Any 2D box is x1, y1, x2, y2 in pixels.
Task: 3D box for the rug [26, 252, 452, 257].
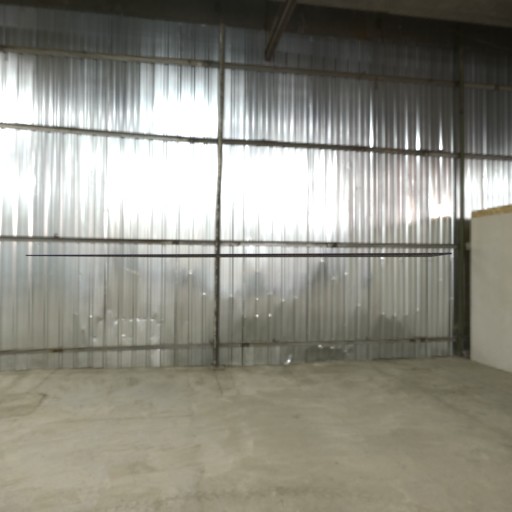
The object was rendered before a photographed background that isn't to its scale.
[{"bbox_3d":[0.000,0.000,2.924,2.232,0.009,1.630,0,-1,19],"label":"rug"}]
